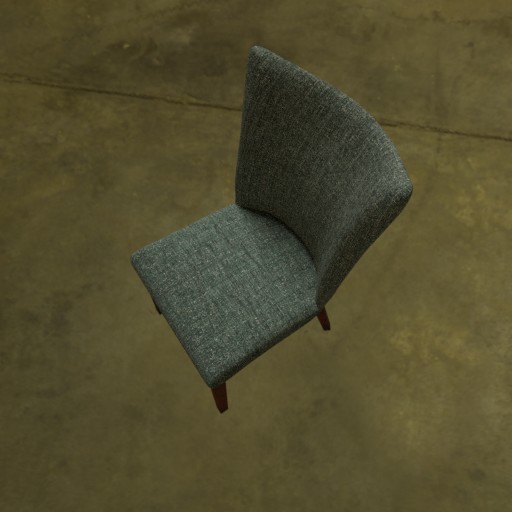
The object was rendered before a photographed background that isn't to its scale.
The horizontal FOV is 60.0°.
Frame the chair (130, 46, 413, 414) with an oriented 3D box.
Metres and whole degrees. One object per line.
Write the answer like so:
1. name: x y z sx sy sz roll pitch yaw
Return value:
1. chair: 0.000 0.000 1.300 0.623 0.924 0.535 -31 65 -16
